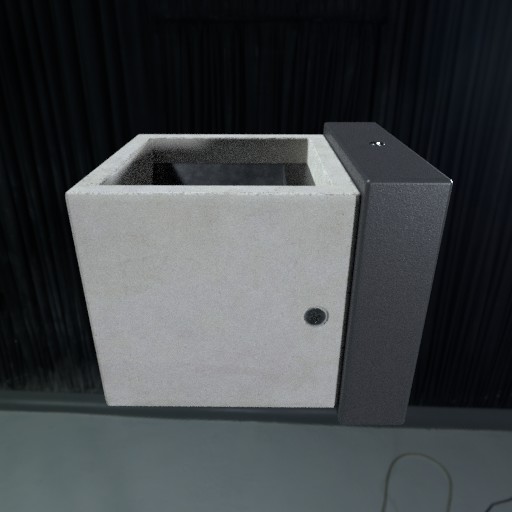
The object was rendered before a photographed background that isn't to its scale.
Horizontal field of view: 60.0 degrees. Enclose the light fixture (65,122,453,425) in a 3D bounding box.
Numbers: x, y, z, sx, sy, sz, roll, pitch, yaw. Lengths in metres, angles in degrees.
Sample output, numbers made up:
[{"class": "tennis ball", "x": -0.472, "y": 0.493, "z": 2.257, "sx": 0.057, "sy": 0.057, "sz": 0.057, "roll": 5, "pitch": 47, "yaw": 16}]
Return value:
[{"class": "light fixture", "x": 0.000, "y": 0.000, "z": 0.239, "sx": 0.143, "sy": 0.121, "sz": 0.121, "roll": 0, "pitch": 26, "yaw": 1}]
